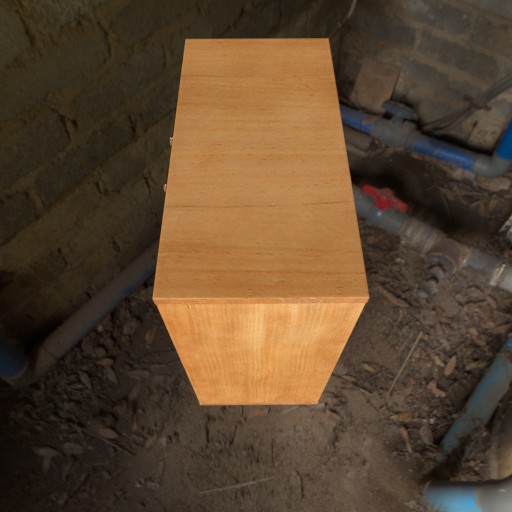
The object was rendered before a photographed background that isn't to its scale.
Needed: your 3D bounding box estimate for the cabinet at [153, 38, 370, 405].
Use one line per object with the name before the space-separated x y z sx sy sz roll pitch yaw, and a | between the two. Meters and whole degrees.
cabinet | 0.000 0.000 1.444 0.419 1.001 0.800 0 58 0
